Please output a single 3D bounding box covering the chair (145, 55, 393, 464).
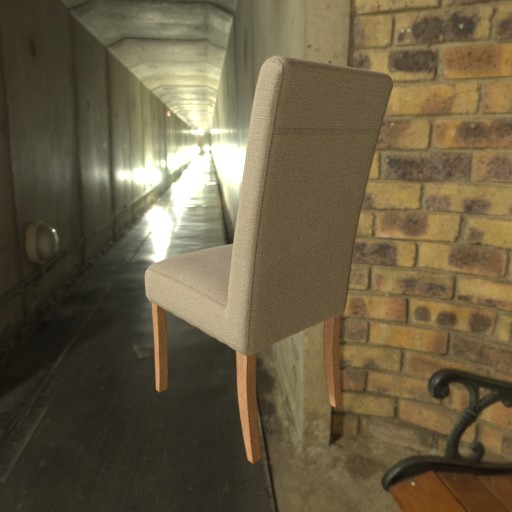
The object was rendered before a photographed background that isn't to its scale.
[{"bbox_3d":[0.000,0.000,1.359,0.450,1.033,0.611,-14,21,-42],"label":"chair"}]
